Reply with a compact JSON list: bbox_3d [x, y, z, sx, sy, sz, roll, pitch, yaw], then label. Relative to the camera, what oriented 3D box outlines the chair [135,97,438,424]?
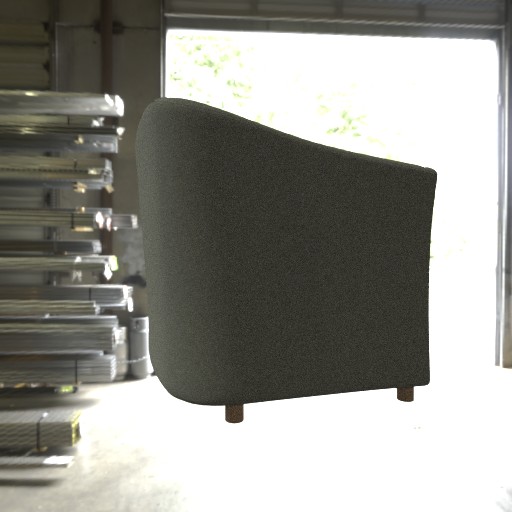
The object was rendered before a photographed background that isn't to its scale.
[{"bbox_3d":[0.000,0.000,1.346,0.700,0.720,0.790,0,1,-18],"label":"chair"}]
